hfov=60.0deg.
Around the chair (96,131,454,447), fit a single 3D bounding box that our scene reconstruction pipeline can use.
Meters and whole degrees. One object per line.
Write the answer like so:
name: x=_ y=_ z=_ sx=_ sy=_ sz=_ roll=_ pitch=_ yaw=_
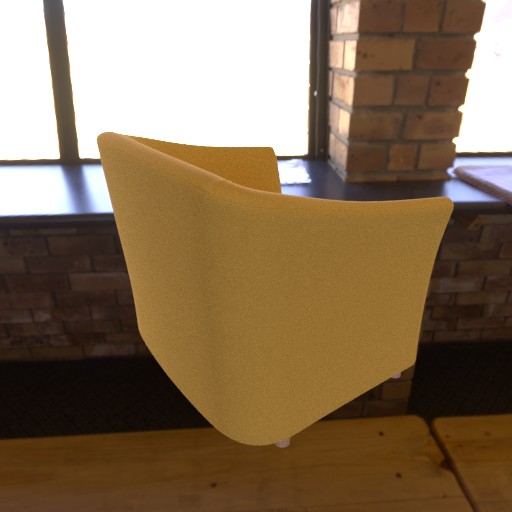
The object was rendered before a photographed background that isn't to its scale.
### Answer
chair: x=0.000 y=0.000 z=1.323 sx=0.700 sy=0.720 sz=0.790 roll=-17 pitch=31 yaw=-32
